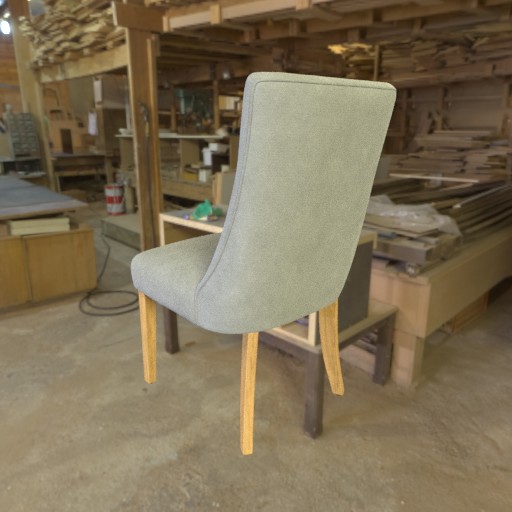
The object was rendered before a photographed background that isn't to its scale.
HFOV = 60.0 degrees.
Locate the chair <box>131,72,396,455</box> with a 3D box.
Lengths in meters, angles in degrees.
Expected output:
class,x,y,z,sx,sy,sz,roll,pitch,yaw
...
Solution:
class,x,y,z,sx,sy,sz,roll,pitch,yaw
chair,0.000,0.000,1.248,0.495,0.902,0.610,-15,23,-40
